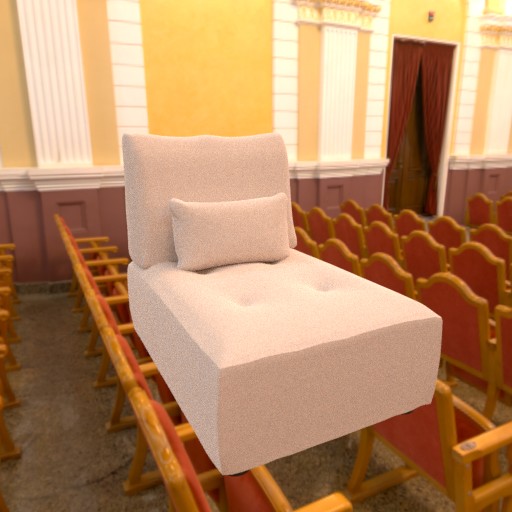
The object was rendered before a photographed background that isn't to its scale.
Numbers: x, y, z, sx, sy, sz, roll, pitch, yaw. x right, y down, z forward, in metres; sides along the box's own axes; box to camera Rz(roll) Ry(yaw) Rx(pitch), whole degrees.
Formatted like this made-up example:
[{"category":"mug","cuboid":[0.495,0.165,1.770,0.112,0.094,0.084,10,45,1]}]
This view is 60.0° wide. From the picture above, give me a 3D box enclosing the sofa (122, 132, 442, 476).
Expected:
[{"category":"sofa","cuboid":[0.000,0.000,1.511,0.700,0.820,1.000,-8,17,-26]}]
